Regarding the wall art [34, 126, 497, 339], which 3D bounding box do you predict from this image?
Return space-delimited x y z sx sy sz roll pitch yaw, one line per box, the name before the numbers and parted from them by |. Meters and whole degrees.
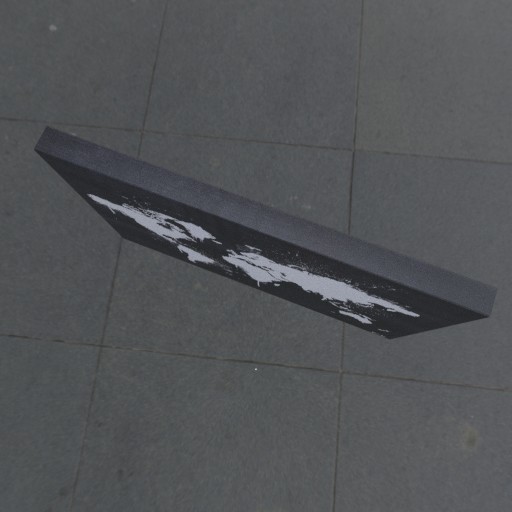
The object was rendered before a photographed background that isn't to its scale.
wall art | 0.000 0.000 0.753 0.610 0.409 0.038 20 77 5
